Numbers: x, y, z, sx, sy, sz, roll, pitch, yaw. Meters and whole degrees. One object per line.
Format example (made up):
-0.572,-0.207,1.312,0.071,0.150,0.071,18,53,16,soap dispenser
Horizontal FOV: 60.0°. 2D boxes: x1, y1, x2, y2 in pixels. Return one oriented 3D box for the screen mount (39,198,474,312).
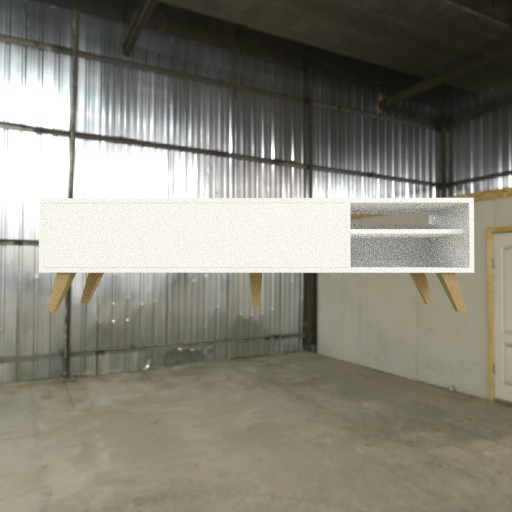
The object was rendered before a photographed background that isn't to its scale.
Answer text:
0.000,0.000,1.873,1.644,0.432,0.399,0,-1,1,screen mount
